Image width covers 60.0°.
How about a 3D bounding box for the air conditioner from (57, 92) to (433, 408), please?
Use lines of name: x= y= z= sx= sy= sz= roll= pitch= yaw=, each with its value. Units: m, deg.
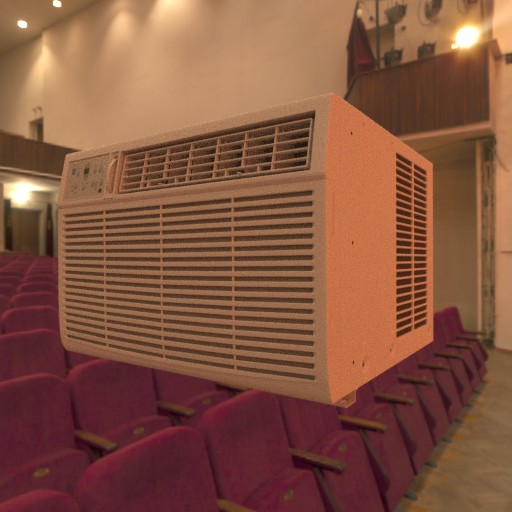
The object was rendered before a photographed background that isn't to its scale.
air conditioner: x=0.000 y=0.000 z=1.023 sx=0.645 sy=0.455 sz=0.599 roll=0 pitch=0 yaw=35
